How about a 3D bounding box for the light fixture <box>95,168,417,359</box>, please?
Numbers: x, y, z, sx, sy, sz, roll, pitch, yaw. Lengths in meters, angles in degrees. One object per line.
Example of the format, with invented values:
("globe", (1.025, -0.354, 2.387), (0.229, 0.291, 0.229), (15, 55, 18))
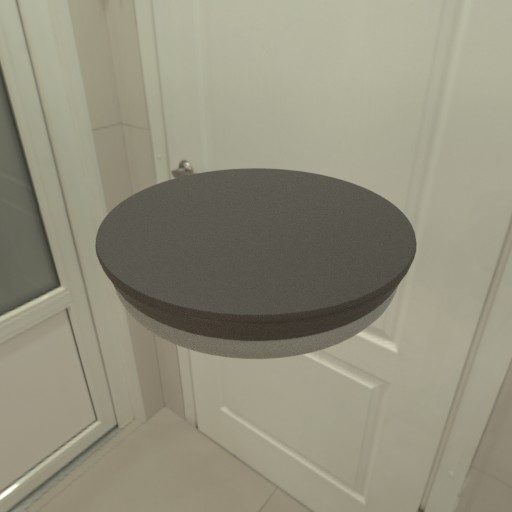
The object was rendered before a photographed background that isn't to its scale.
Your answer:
("light fixture", (0.000, 0.000, 0.555), (0.368, 0.100, 0.368), (0, 31, 0))
